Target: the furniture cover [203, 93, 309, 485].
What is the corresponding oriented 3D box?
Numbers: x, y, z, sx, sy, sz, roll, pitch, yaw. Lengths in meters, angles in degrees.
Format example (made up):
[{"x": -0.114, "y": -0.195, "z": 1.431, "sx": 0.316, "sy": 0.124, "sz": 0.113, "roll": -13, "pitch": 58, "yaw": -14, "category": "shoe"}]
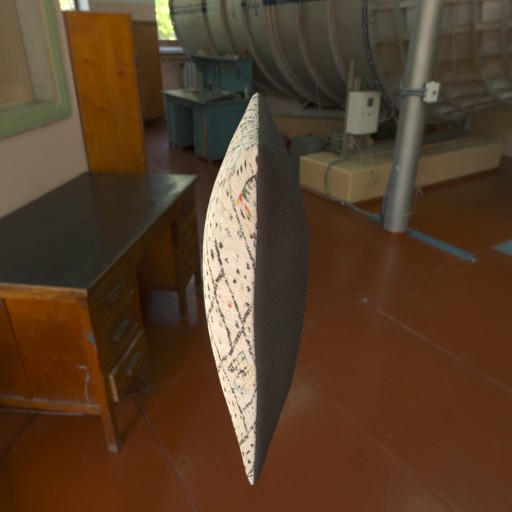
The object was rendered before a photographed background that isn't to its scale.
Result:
[{"x": 0.000, "y": 0.000, "z": 0.778, "sx": 0.180, "sy": 0.498, "sz": 0.525, "roll": 0, "pitch": 27, "yaw": 0, "category": "furniture cover"}]
